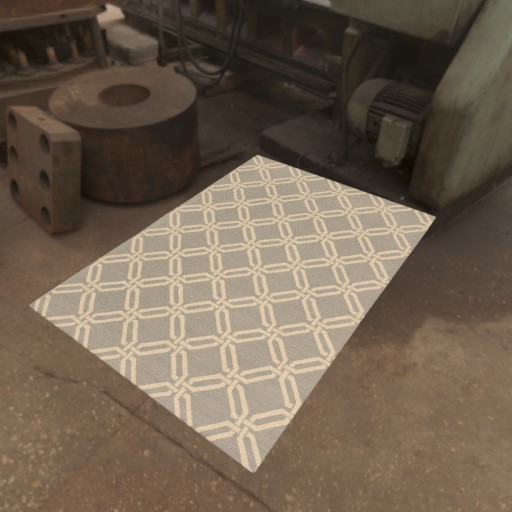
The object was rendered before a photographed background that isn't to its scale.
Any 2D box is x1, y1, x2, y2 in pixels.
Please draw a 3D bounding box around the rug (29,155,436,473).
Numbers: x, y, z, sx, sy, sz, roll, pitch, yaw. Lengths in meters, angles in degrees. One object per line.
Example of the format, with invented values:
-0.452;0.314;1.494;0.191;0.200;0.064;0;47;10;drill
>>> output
0.000;0.000;2.728;1.522;0.013;2.133;25;47;27;rug
